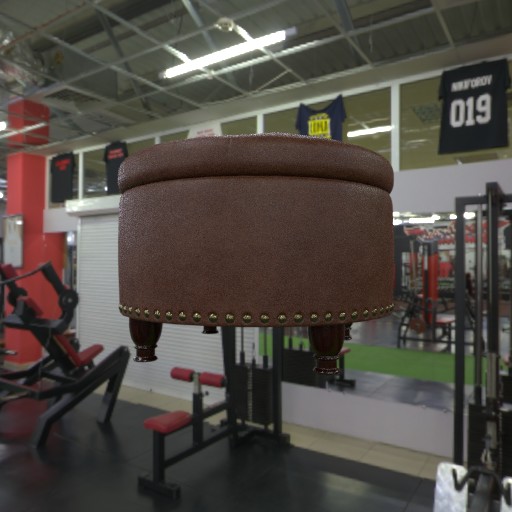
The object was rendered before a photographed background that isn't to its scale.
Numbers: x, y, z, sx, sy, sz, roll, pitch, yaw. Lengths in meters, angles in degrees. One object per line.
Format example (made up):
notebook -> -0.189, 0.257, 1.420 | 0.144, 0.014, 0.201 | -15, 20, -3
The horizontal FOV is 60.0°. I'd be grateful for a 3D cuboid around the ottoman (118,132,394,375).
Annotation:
ottoman -> 0.000, 0.000, 1.068 | 0.637, 0.442, 0.637 | 0, -1, 0
